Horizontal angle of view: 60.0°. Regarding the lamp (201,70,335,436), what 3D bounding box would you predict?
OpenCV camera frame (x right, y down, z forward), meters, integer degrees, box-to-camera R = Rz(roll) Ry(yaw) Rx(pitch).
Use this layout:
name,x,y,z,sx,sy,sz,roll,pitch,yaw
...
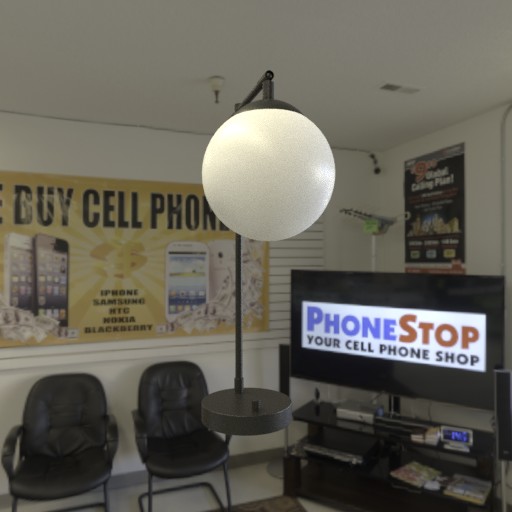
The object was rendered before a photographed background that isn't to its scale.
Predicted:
name,x,y,z,sx,sy,sz,roll,pitch,yaw
lamp,0.000,0.000,0.718,0.197,0.559,0.316,0,-1,-18
